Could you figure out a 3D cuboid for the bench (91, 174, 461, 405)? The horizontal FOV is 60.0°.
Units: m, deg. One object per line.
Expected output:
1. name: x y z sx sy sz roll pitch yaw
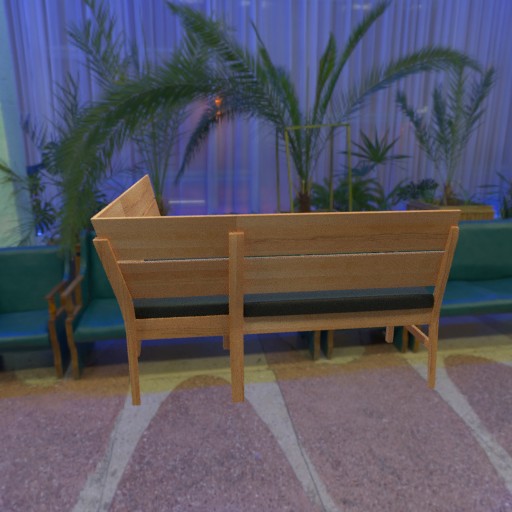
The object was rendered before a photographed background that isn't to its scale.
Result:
1. bench: 0.000 0.000 2.870 1.548 0.890 1.948 -2 16 -7
